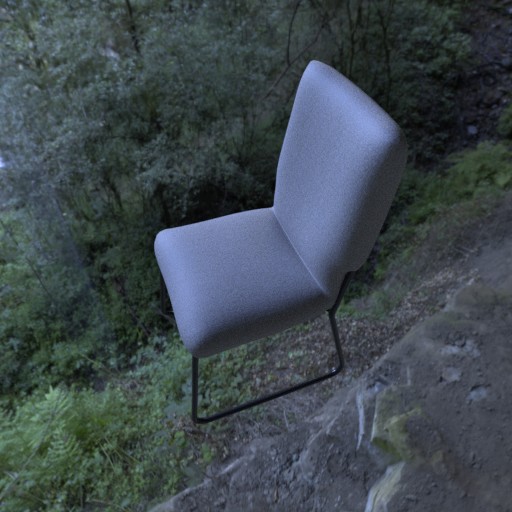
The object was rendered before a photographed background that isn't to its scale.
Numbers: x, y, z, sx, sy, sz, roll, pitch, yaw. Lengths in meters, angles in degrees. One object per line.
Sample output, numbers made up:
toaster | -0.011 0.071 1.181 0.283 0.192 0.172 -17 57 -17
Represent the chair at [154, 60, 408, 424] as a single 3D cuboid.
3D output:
chair | 0.000 0.000 1.220 0.560 0.864 0.448 -15 49 -14
